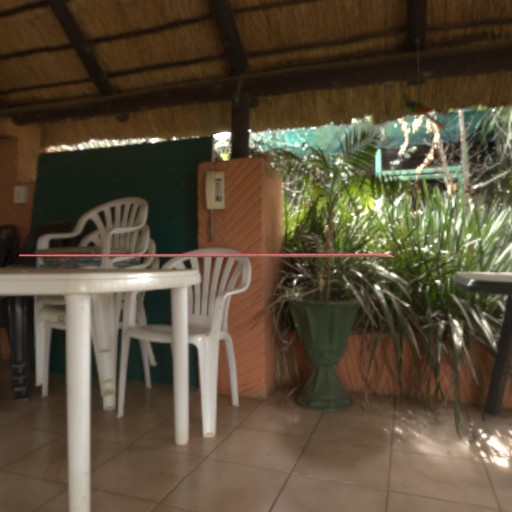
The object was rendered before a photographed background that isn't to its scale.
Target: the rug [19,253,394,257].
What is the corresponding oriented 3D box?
[{"bbox_3d":[0.000,0.000,3.925,2.300,0.012,2.929,0,0,18],"label":"rug"}]
